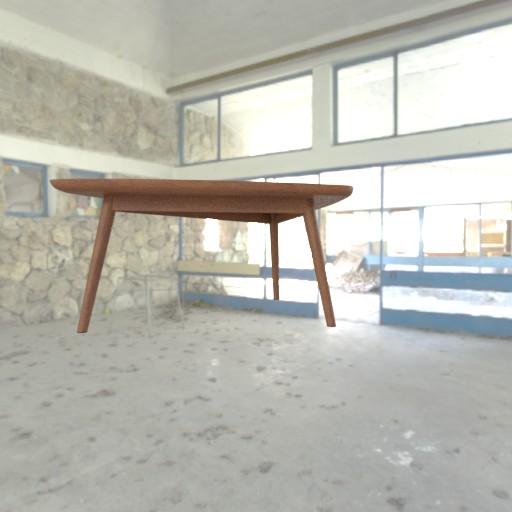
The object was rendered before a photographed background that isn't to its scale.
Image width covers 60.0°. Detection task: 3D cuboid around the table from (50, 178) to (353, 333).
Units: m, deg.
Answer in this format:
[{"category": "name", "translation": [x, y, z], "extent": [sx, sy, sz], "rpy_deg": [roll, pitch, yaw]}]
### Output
[{"category": "table", "translation": [0.000, 0.000, 1.306], "extent": [0.601, 0.365, 1.008], "rpy_deg": [1, 1, 36]}]
